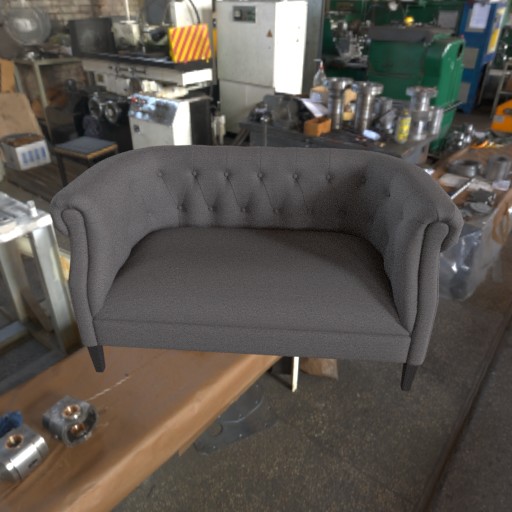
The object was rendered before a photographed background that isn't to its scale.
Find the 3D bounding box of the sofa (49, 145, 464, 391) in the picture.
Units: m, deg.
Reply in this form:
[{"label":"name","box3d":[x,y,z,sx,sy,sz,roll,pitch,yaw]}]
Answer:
[{"label":"sofa","box3d":[0.000,0.000,2.050,1.558,0.827,0.835,2,31,4]}]
